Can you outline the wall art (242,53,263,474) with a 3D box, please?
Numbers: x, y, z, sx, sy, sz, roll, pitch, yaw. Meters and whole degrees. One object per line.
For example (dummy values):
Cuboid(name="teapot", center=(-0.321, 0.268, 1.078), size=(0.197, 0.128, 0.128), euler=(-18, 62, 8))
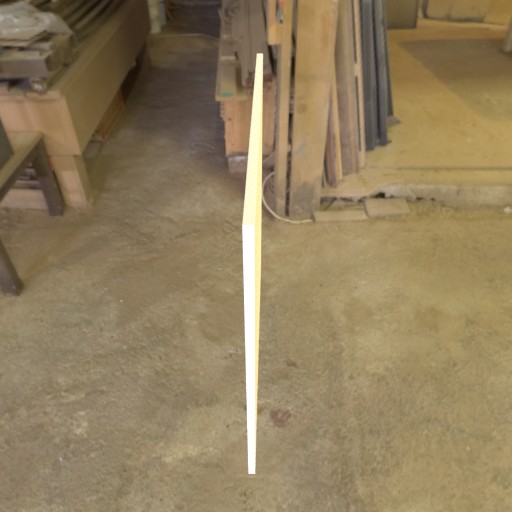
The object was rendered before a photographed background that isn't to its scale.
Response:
Cuboid(name="wall art", center=(0.000, 0.000, 0.830), size=(0.012, 0.557, 0.557), euler=(1, 41, 1))
